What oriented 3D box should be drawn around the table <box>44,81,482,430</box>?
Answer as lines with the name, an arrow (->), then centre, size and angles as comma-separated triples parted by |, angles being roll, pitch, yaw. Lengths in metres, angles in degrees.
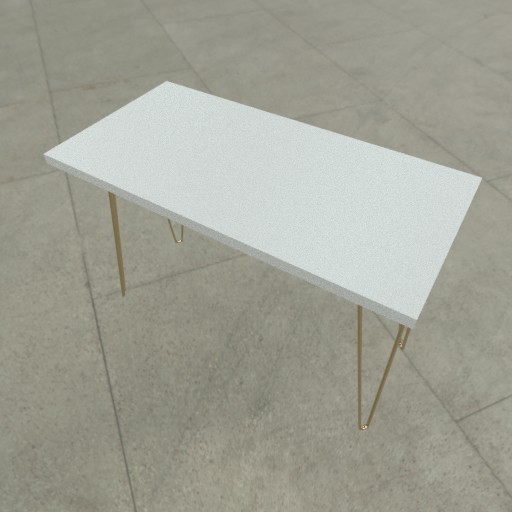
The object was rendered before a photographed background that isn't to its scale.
table -> 0.000, 0.000, 1.354 | 0.991, 0.660, 0.498 | 24, 51, 21
